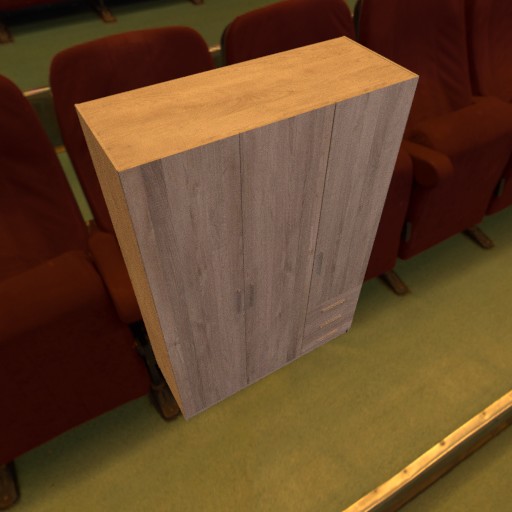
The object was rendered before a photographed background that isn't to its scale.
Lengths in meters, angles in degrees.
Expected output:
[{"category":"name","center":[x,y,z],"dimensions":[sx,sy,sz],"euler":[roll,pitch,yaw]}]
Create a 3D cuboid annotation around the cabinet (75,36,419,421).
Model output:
[{"category":"cabinet","center":[0.000,0.000,2.445],"dimensions":[1.290,1.910,0.510],"euler":[-24,51,-21]}]
